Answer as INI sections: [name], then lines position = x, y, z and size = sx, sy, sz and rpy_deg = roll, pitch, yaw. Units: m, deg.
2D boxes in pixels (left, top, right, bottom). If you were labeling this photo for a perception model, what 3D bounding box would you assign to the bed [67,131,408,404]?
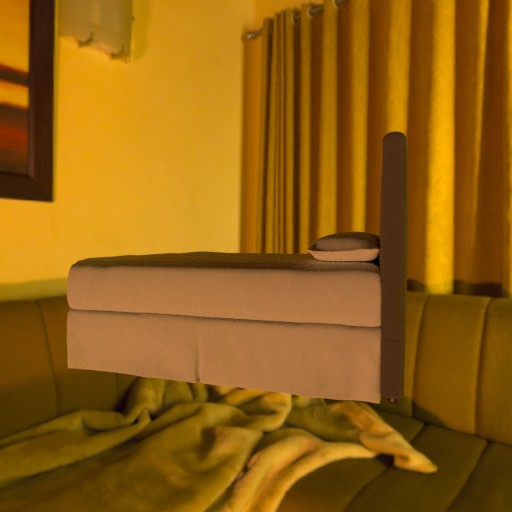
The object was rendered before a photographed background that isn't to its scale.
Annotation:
[bed]
position = 0.000, 0.000, 3.147
size = 2.036, 1.387, 1.666
rpy_deg = 1, 2, 19
